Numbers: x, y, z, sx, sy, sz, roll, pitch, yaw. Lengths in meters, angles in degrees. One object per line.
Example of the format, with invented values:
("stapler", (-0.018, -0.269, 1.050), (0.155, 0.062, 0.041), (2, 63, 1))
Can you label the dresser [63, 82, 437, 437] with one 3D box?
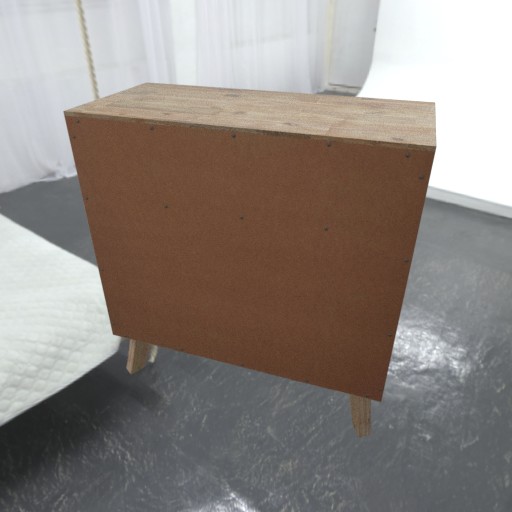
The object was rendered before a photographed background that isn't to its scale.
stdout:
("dresser", (0.000, 0.000, 1.569), (0.998, 1.029, 0.455), (10, 33, 16))
